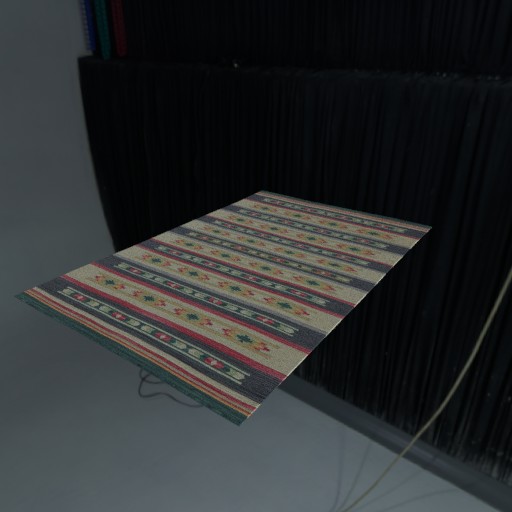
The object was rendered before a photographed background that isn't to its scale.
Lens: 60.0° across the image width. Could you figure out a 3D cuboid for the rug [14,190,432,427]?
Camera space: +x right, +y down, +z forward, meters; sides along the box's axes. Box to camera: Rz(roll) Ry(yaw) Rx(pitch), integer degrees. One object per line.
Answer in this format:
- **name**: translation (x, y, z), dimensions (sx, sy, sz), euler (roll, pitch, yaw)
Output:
- **rug**: translation (0.000, 0.000, 2.810), dimensions (1.522, 0.010, 2.311), euler (17, 31, 32)
